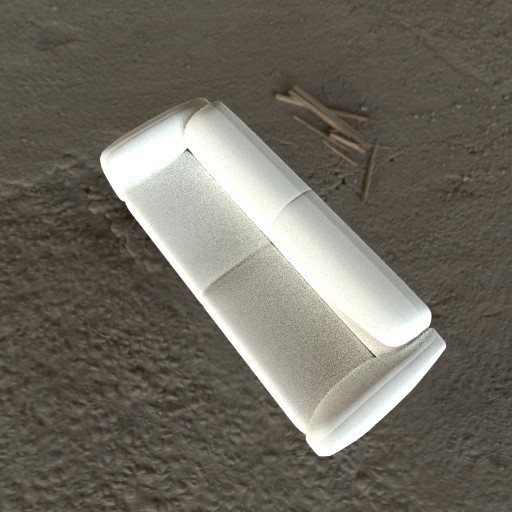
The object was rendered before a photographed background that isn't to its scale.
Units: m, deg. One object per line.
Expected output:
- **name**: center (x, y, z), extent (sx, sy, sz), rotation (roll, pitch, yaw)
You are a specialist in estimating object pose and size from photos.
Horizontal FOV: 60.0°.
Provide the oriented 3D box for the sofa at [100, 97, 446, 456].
- **sofa**: center (0.000, 0.000, 2.722), extent (0.870, 0.780, 2.280), rotation (-35, 69, -16)
